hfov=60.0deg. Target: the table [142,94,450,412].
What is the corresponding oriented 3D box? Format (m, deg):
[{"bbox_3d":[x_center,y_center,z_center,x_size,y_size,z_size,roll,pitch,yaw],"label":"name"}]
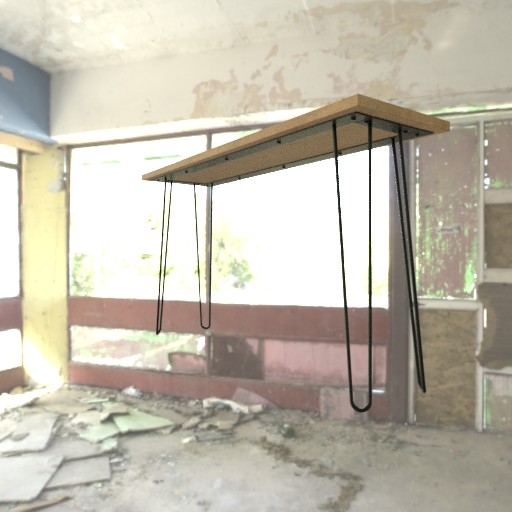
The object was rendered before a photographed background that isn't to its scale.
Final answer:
[{"bbox_3d":[0.000,0.000,1.757,0.399,0.799,1.400,0,1,-36],"label":"table"}]
